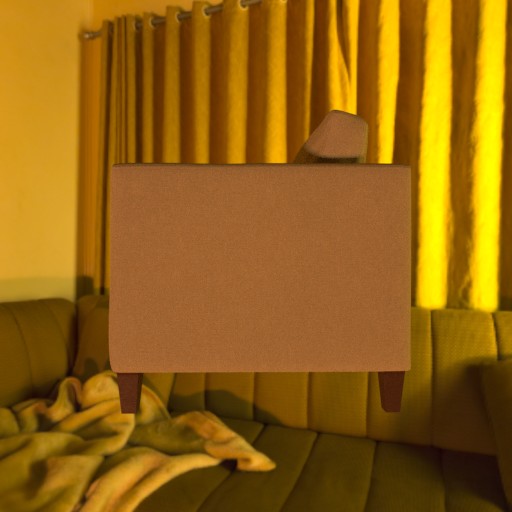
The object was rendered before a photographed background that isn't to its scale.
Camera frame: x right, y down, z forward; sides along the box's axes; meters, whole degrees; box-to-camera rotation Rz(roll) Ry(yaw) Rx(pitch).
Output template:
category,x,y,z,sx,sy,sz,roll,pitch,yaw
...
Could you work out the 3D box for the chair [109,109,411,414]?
category,x,y,z,sx,sy,sz,roll,pitch,yaw
chair,0.000,0.000,1.866,0.959,0.961,1.107,0,0,-1
